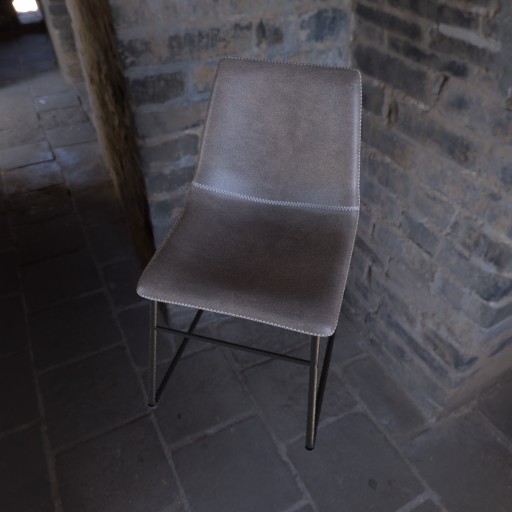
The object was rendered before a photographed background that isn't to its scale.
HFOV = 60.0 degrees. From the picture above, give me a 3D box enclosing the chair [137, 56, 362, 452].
[{"bbox_3d":[0.000,0.000,1.110,0.460,0.780,0.550,11,42,12],"label":"chair"}]
